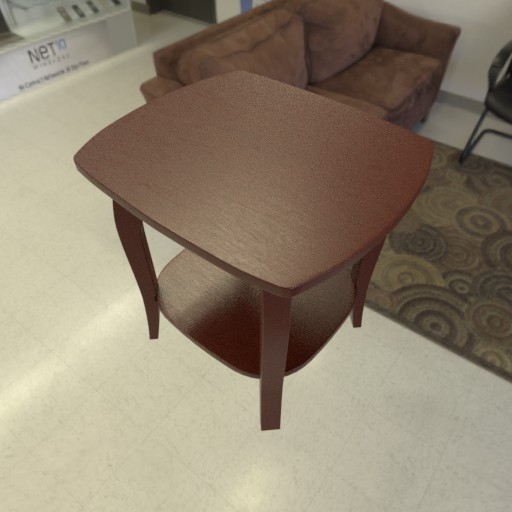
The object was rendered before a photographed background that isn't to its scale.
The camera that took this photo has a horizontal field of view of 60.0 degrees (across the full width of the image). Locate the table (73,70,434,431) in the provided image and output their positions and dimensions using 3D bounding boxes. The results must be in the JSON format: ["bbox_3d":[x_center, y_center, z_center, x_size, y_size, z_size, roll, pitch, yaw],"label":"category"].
[{"bbox_3d":[0.000,0.000,0.887,0.502,0.496,0.433,31,54,26],"label":"table"}]
